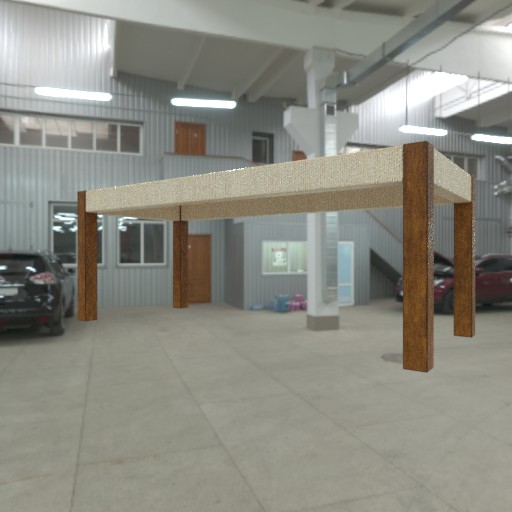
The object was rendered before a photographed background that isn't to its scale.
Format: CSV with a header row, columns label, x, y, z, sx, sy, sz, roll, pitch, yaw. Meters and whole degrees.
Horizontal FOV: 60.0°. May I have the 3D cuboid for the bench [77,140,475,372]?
label,x,y,z,sx,sy,sz,roll,pitch,yaw
bench,0.000,0.000,1.427,1.198,0.457,0.507,0,0,36
